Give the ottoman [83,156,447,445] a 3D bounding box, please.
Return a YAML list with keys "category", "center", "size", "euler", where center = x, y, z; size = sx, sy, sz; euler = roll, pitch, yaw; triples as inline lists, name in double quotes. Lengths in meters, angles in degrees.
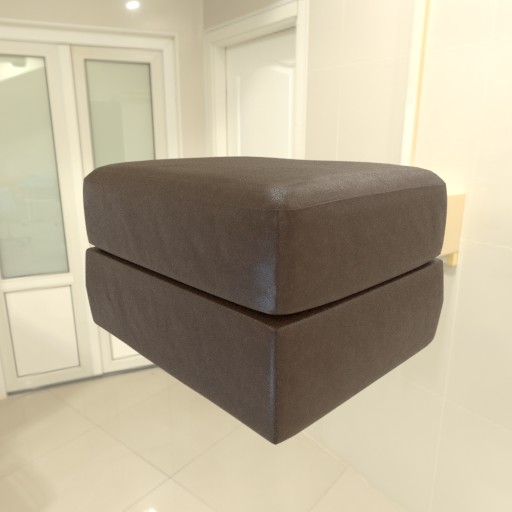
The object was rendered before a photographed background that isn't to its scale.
- category: "ottoman"
  center: [0.000, 0.000, 1.126]
  size: [0.603, 0.476, 0.751]
  euler: [-14, 21, -42]
